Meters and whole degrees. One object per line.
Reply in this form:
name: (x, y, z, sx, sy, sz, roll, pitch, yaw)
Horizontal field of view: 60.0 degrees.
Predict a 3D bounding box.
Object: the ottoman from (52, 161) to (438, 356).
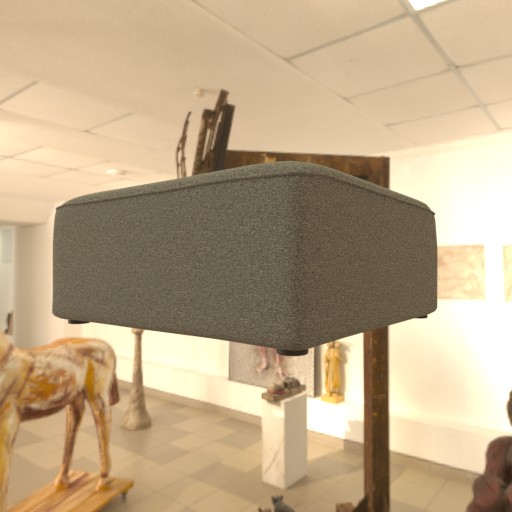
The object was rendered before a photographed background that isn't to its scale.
ottoman: (0.000, 0.000, 1.605, 1.005, 0.464, 1.015, -1, -2, 38)
